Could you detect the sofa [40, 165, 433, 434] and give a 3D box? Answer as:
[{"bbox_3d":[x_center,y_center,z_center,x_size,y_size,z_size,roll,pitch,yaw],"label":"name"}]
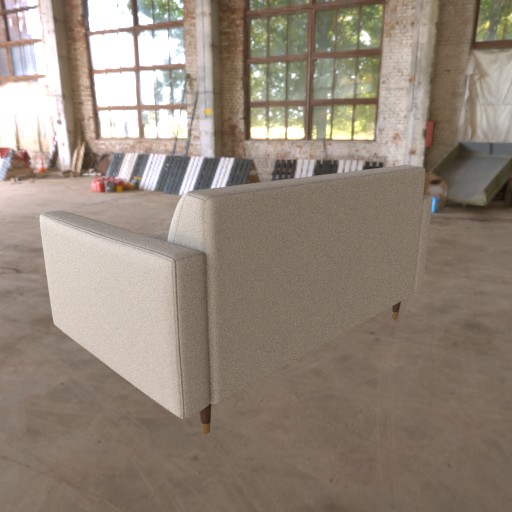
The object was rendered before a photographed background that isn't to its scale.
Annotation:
[{"bbox_3d":[0.000,0.000,2.058,0.950,0.801,1.585,15,22,43],"label":"sofa"}]
